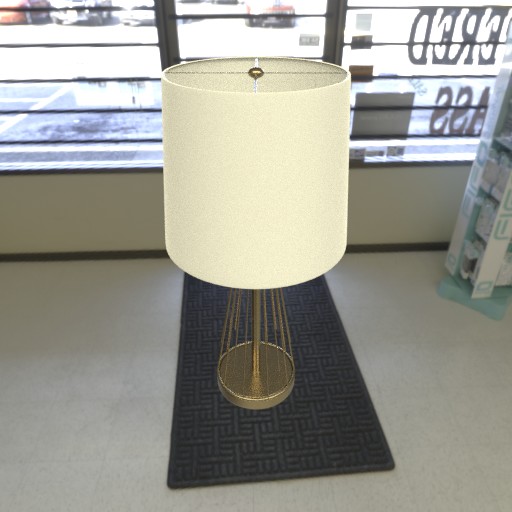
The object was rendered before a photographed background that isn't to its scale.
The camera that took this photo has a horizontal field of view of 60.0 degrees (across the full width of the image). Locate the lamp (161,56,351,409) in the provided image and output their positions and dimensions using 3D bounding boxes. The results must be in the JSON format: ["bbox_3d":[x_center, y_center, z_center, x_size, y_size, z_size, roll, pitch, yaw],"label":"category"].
[{"bbox_3d":[0.000,0.000,0.777,0.303,0.618,0.303,0,33,0],"label":"lamp"}]
